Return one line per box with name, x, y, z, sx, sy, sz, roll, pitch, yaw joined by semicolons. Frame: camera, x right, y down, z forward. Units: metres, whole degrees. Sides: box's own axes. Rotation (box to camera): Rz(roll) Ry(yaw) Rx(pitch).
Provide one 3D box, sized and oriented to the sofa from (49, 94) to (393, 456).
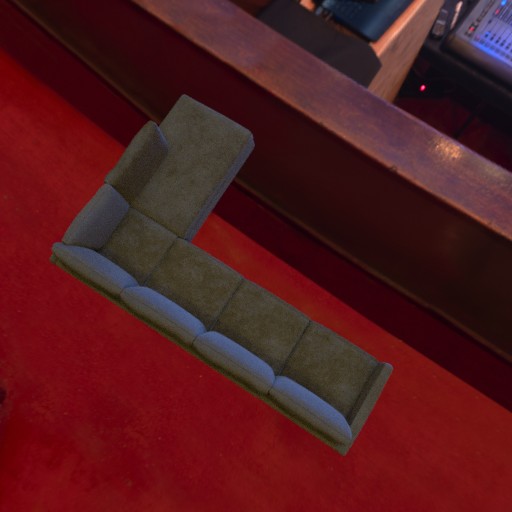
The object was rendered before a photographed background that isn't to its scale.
sofa;0.000;0.000;3.326;2.486;0.687;1.707;32;79;7
